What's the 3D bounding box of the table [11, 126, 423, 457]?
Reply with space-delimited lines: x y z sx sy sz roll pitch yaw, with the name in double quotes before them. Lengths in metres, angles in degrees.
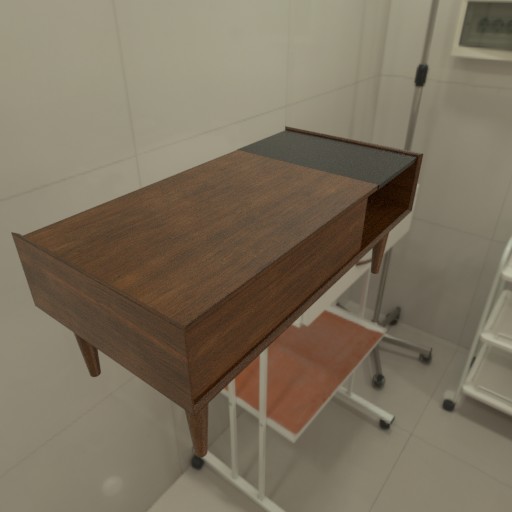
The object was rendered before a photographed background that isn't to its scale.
"table" 0.000 0.000 1.498 0.610 0.508 1.221 22 38 31
